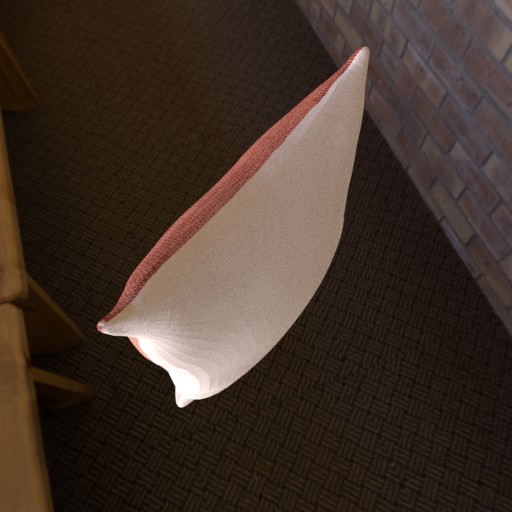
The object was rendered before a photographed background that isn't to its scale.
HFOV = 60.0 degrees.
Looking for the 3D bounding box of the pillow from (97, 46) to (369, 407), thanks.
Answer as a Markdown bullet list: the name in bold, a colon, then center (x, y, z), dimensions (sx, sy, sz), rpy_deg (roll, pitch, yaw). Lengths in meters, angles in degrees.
- **pillow**: center (0.000, 0.000, 0.637), dimensions (0.182, 0.441, 0.440), rpy_deg (35, 68, 16)
